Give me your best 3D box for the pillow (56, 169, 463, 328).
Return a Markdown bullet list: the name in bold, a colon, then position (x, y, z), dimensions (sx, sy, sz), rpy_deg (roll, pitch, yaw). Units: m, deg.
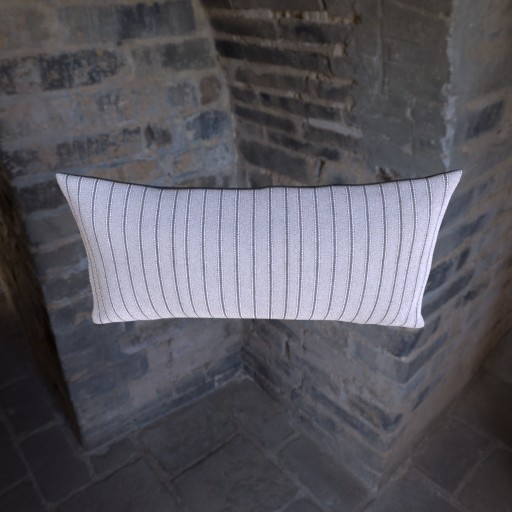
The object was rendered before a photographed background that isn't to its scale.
- **pillow**: position (0.000, 0.000, 0.736), dimensions (0.609, 0.305, 0.151), rpy_deg (1, 30, 2)
